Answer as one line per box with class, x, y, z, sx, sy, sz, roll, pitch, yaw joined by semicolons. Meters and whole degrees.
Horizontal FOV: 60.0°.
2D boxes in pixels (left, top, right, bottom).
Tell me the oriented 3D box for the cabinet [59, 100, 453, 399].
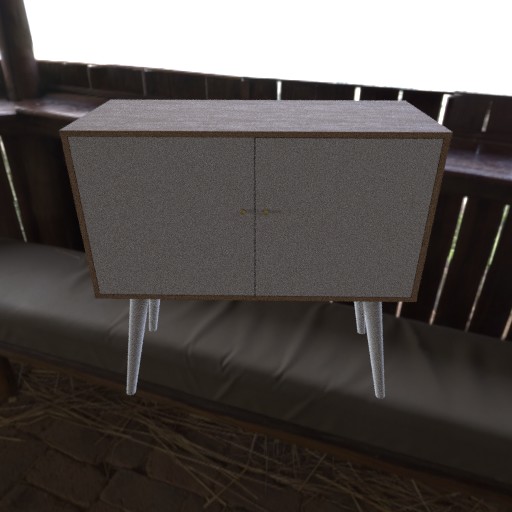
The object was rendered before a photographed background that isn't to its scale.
cabinet;0.000;0.000;1.631;1.057;1.016;0.470;1;29;1
